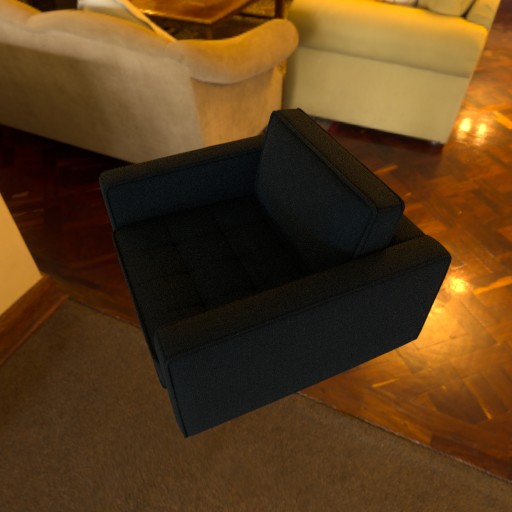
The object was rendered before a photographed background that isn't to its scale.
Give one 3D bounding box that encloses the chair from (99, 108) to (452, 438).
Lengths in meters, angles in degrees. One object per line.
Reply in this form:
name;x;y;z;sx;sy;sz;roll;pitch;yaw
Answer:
chair;0.000;0.000;1.615;0.920;0.770;0.899;-18;47;-17
